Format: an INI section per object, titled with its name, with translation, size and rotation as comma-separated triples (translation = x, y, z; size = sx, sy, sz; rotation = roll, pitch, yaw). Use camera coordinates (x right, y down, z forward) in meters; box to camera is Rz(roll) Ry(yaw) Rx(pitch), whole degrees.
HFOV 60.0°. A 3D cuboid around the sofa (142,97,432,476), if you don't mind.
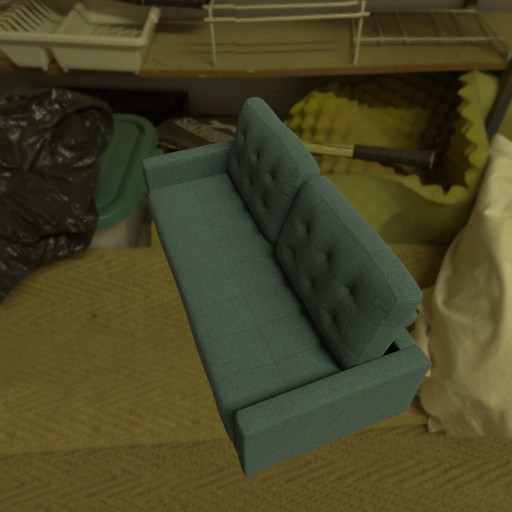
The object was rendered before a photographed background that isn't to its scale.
[sofa]
translation = 0.000, 0.000, 2.572
size = 0.966, 1.050, 2.010
rotation = -16, 49, -14
